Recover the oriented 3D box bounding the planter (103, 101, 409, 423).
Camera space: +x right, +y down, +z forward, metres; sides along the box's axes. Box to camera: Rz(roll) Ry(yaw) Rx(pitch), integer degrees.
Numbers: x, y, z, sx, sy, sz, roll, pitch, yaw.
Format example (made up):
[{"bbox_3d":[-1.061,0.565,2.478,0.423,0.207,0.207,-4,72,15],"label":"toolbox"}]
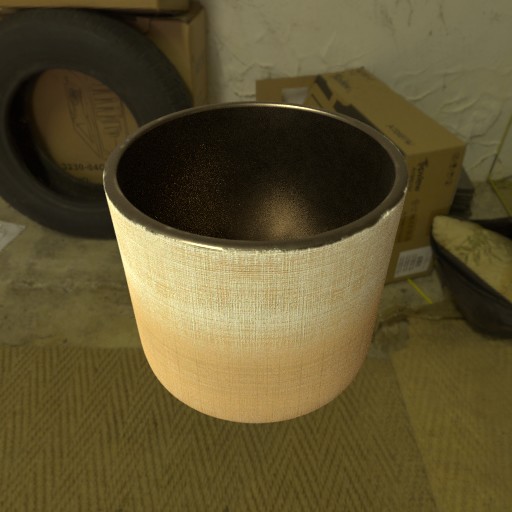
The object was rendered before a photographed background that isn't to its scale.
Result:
[{"bbox_3d":[0.000,0.000,0.442,0.254,0.221,0.254,0,40,0],"label":"planter"}]
